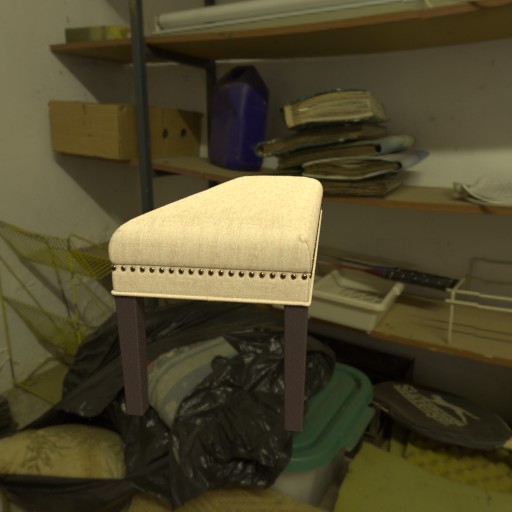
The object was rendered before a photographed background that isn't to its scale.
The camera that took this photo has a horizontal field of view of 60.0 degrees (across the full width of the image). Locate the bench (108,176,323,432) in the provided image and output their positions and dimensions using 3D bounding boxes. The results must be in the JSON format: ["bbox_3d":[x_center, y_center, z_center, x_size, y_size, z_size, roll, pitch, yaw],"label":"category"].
[{"bbox_3d":[0.000,0.000,1.476,0.410,0.457,1.219,2,15,9],"label":"bench"}]
